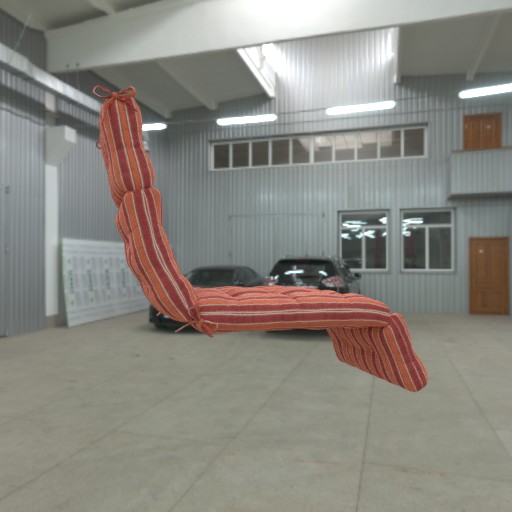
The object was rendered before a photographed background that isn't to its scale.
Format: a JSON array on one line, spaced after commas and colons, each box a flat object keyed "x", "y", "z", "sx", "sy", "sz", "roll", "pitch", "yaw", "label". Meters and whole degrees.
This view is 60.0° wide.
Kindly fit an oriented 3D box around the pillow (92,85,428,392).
[{"x": 0.000, "y": 0.000, "z": 1.478, "sx": 1.016, "sy": 0.863, "sz": 0.526, "roll": 0, "pitch": -1, "yaw": -19, "label": "pillow"}]
